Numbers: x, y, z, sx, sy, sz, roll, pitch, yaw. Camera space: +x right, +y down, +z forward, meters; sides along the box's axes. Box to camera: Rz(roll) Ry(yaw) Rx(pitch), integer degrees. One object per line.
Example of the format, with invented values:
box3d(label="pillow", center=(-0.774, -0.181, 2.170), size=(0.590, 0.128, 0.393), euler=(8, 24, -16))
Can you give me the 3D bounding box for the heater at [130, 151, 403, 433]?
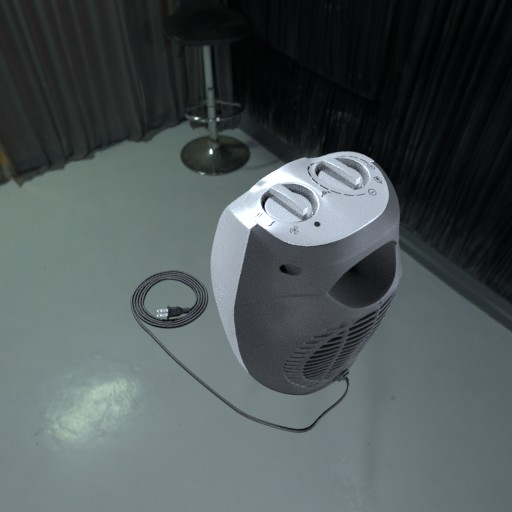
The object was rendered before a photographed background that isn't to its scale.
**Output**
box3d(label="heater", center=(0.000, 0.000, 0.476), size=(0.239, 0.240, 0.291), euler=(-31, 54, -25))
